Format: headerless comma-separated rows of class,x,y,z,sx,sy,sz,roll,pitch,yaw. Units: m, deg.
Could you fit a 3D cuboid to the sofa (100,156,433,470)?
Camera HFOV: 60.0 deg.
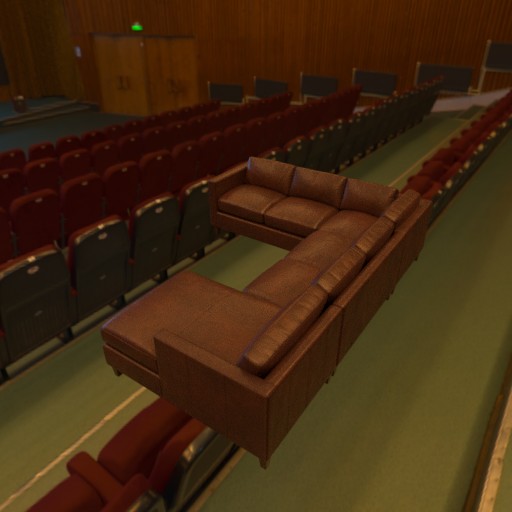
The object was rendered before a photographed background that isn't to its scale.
sofa,0.000,0.000,4.435,2.452,0.891,3.324,20,36,29
